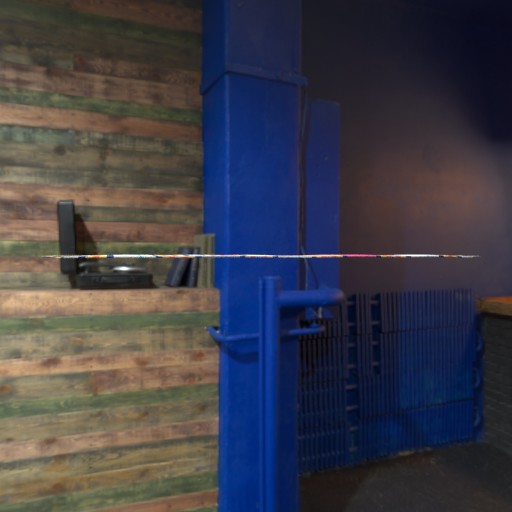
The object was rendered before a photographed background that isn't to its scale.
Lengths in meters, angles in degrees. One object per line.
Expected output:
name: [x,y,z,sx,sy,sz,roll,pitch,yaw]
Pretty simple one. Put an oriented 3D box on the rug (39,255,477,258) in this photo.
rug: [0.000,0.000,2.243,1.849,0.013,1.084,0,0,-18]
